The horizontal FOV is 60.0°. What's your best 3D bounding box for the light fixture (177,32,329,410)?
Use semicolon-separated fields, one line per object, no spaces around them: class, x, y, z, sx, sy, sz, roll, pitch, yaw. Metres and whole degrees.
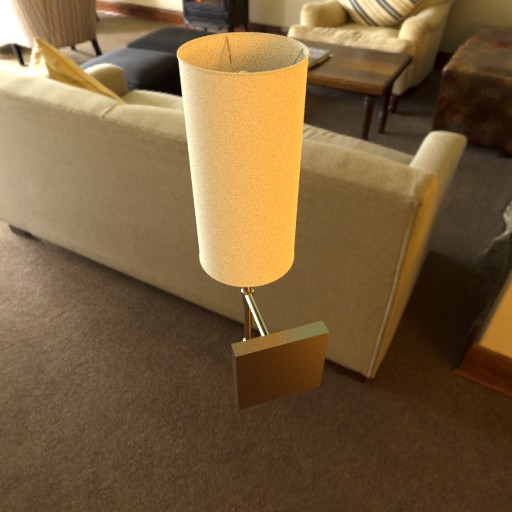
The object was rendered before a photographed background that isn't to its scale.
light fixture;0.000;0.000;0.552;0.128;0.462;0.208;-12;43;-13
